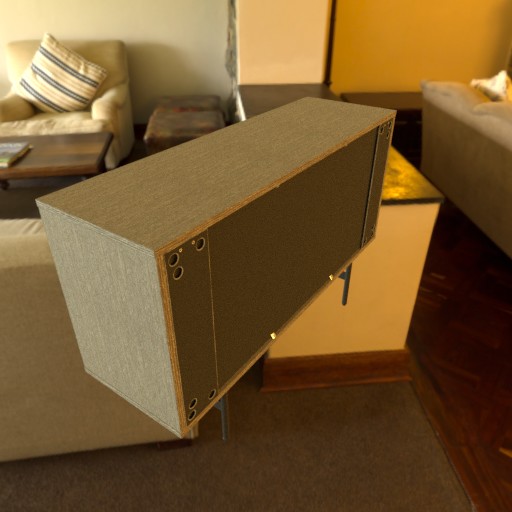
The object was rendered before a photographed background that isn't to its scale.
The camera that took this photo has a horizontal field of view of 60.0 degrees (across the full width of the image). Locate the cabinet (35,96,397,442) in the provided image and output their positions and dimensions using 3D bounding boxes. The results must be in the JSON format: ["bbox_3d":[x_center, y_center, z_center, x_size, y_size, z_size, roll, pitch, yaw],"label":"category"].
[{"bbox_3d":[0.000,0.000,1.511,0.405,0.787,1.194,21,38,29],"label":"cabinet"}]
